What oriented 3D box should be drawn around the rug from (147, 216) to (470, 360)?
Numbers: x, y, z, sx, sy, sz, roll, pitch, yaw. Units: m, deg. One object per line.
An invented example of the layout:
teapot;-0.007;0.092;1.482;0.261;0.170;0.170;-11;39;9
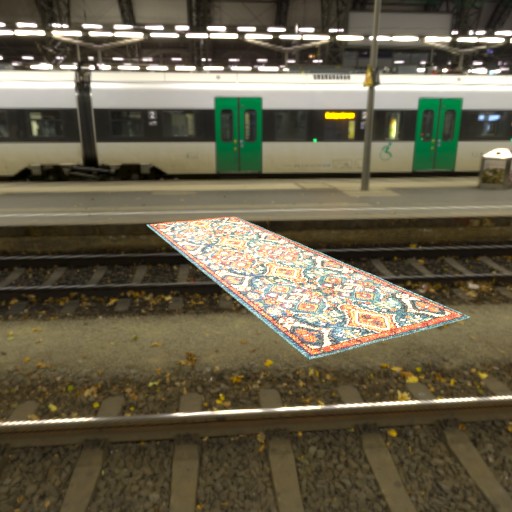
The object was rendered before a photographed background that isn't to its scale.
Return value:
rug;0.000;0.000;2.732;0.801;0.010;2.459;-8;18;-25
